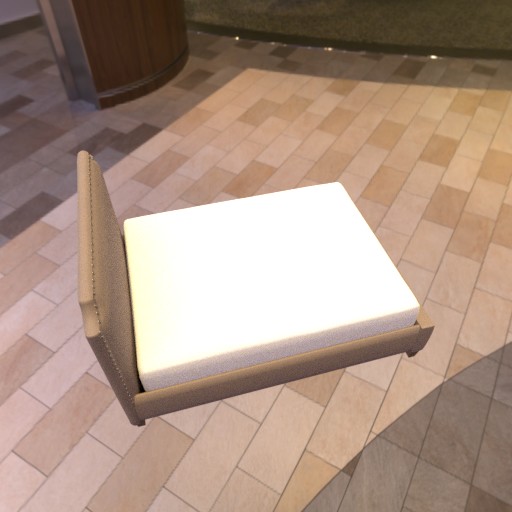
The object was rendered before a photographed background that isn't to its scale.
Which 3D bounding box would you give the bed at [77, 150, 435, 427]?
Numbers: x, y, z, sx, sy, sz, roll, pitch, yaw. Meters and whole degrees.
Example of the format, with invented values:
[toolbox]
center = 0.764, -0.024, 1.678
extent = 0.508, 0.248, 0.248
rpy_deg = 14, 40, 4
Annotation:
[bed]
center = 0.000, 0.000, 3.507
extent = 2.372, 1.443, 1.713
rpy_deg = -11, 48, -10
